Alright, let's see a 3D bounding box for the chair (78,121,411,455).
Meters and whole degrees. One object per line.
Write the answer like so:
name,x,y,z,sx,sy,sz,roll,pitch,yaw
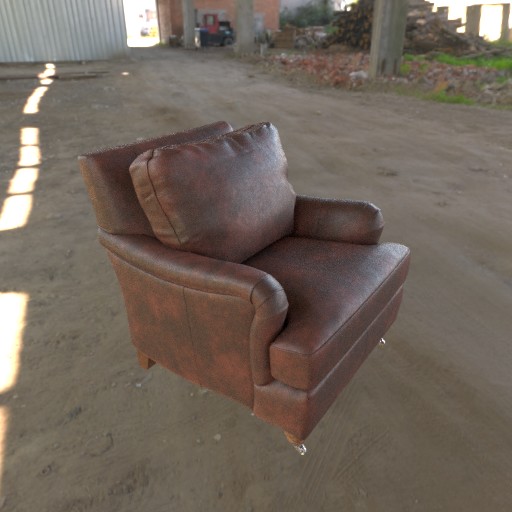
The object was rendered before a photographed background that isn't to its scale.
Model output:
chair,0.000,0.000,1.994,1.156,1.051,0.987,18,32,31
